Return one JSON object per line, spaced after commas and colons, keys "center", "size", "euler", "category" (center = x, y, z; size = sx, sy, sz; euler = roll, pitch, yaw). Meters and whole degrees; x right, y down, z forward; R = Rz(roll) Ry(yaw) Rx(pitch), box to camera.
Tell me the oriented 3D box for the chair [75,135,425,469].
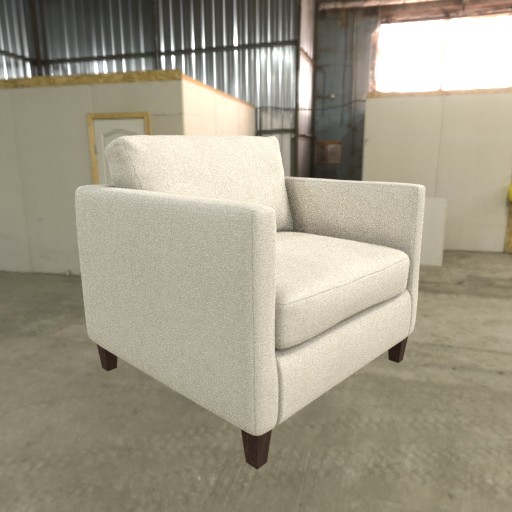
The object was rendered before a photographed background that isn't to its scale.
{"center": [0.000, 0.000, 1.711], "size": [0.959, 0.919, 0.996], "euler": [12, 18, 42], "category": "chair"}
